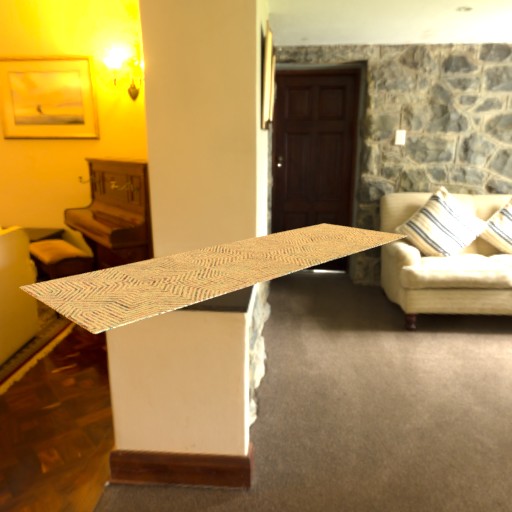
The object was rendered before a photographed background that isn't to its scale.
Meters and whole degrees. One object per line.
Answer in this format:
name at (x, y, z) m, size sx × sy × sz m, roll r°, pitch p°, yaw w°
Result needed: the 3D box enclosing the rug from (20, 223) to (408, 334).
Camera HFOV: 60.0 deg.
rug at (0.000, 0.000, 2.693) m, size 0.771 × 0.009 × 2.443 m, roll 13°, pitch 19°, yaw 43°
